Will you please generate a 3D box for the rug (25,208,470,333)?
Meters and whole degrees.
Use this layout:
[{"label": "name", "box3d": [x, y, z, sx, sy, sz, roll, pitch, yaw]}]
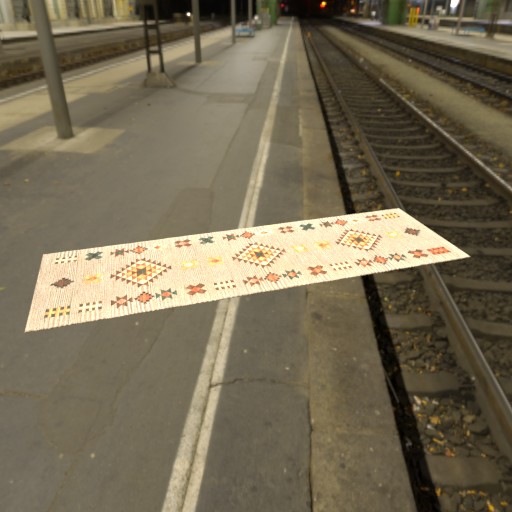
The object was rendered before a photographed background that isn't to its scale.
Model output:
[{"label": "rug", "box3d": [0.000, 0.000, 2.645, 2.432, 0.008, 0.766, -8, 30, -15]}]
